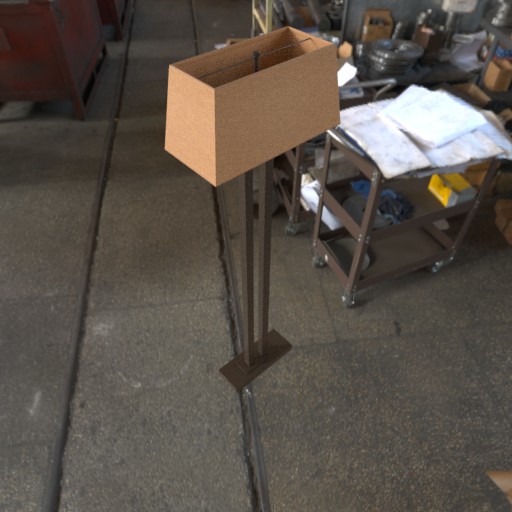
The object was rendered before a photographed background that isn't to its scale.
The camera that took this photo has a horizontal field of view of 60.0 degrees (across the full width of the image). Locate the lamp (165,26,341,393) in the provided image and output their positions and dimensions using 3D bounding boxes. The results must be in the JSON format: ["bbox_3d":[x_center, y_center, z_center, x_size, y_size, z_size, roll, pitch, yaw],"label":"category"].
[{"bbox_3d":[0.000,0.000,1.642,0.475,1.469,0.233,-32,54,-28],"label":"lamp"}]
